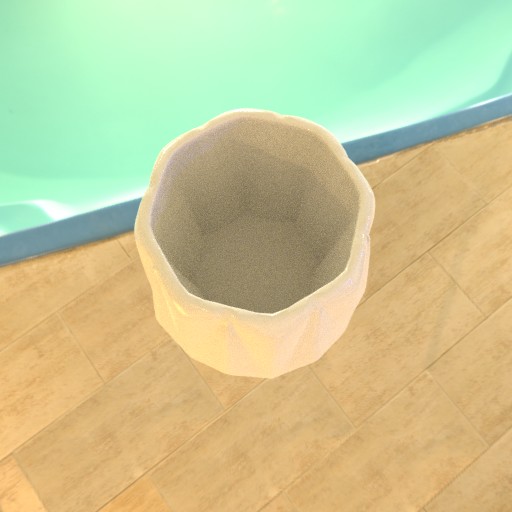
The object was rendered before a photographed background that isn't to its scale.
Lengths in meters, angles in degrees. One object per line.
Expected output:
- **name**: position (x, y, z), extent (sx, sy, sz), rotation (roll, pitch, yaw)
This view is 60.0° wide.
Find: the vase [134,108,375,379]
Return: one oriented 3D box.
- **vase**: position (0.000, 0.000, 0.265), extent (0.141, 0.152, 0.141), rotation (0, 74, 0)
